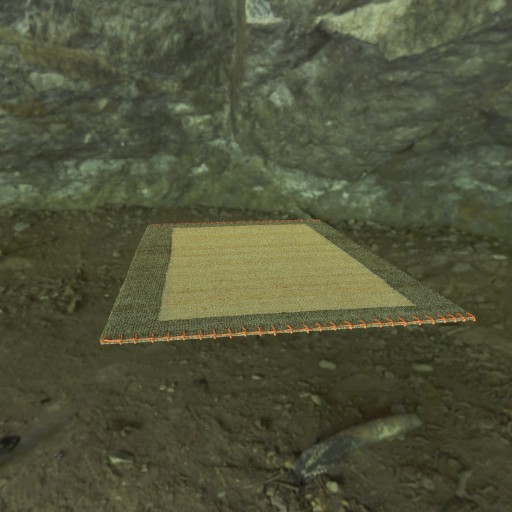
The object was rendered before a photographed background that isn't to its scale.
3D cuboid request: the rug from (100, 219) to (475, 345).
[{"bbox_3d":[0.000,0.000,2.245,1.220,0.019,1.838,-2,15,-8],"label":"rug"}]
